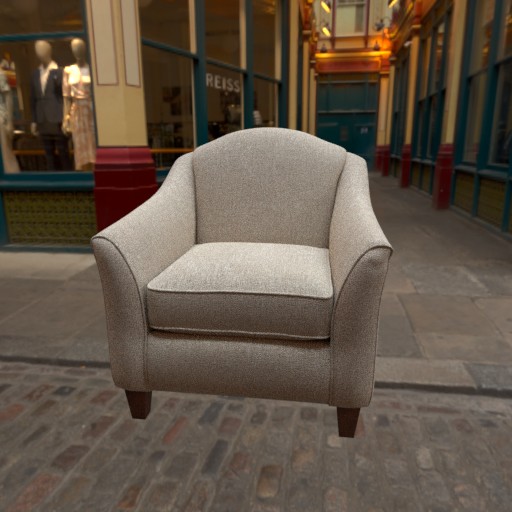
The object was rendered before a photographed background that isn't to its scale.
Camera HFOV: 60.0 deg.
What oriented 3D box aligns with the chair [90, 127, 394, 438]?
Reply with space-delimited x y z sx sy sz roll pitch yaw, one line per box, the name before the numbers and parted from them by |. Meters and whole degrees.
chair | 0.000 0.000 1.477 0.763 0.839 0.787 2 15 8
